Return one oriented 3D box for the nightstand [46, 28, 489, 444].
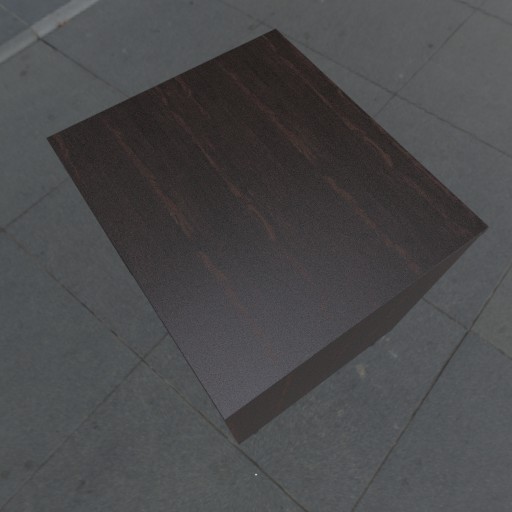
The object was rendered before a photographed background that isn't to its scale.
[{"bbox_3d":[0.000,0.000,0.849,0.427,0.487,0.489,-32,68,-15],"label":"nightstand"}]
